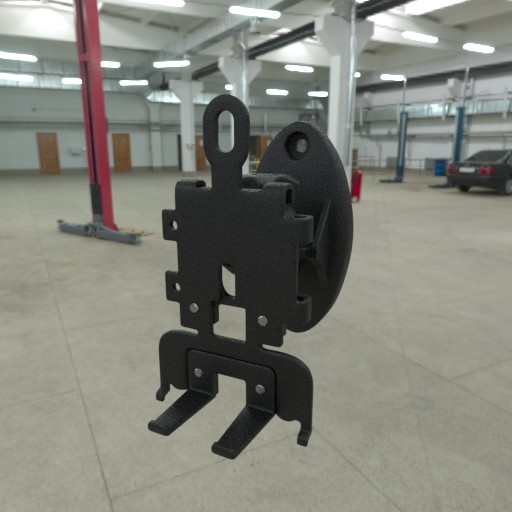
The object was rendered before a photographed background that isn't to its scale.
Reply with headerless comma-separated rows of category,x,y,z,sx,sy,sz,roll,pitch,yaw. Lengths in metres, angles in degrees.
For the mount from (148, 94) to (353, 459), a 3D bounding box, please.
mount,0.000,0.000,0.177,0.066,0.118,0.100,7,16,26
